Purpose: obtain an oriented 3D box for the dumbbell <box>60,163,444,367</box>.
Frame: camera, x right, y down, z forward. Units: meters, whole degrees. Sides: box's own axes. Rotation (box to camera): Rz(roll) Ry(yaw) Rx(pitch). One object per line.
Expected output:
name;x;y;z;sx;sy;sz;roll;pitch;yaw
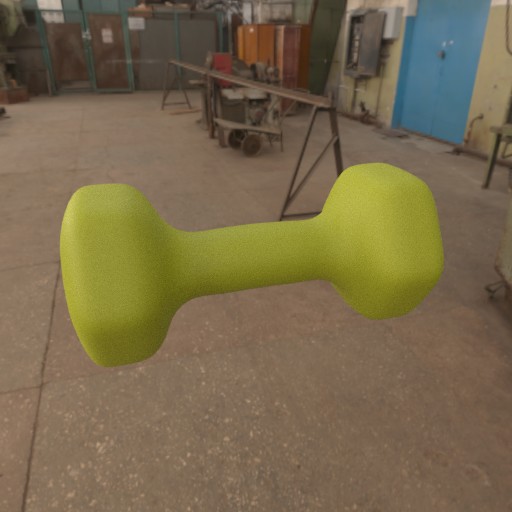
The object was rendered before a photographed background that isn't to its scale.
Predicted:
dumbbell;0.000;0.000;0.207;0.164;0.072;0.080;-7;27;-14
